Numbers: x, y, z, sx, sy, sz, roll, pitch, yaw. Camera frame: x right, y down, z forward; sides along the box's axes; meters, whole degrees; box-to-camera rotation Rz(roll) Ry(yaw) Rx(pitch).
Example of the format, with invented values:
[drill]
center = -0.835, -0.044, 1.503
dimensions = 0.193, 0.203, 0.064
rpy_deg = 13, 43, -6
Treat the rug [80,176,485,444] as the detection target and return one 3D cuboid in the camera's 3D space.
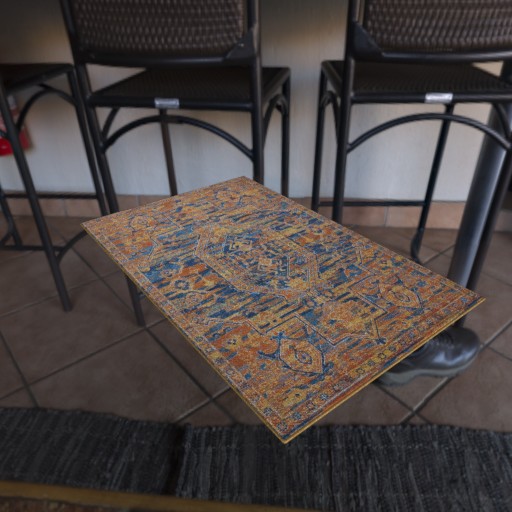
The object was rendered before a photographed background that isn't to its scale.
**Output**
[rug]
center = 0.000, 0.000, 2.200
dimensions = 1.148, 0.013, 1.758
rpy_deg = -22, 39, -31
